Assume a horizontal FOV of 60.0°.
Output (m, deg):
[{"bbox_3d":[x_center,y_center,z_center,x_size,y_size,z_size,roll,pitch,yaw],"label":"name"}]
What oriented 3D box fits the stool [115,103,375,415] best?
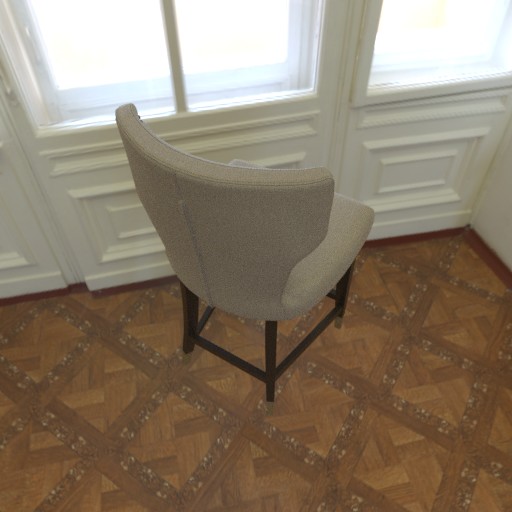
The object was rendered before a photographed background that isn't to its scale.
[{"bbox_3d":[0.000,0.000,1.325,0.527,0.982,0.563,24,51,21],"label":"stool"}]
